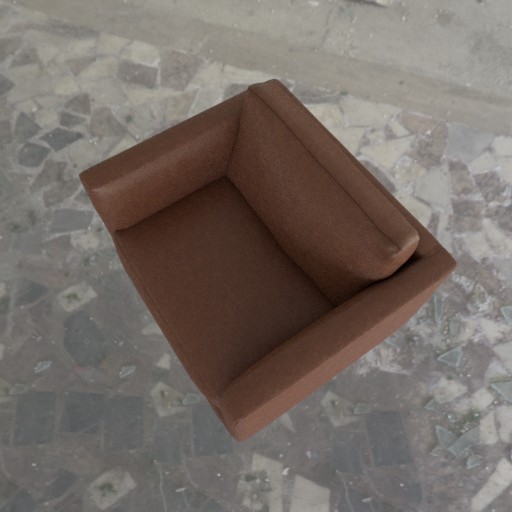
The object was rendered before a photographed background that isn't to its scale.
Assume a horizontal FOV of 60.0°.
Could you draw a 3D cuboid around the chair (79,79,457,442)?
[{"bbox_3d":[0.000,0.000,1.839,0.959,0.917,1.107,-31,67,-15],"label":"chair"}]
